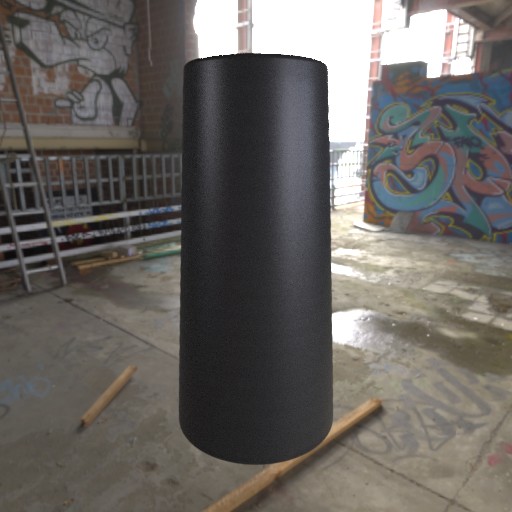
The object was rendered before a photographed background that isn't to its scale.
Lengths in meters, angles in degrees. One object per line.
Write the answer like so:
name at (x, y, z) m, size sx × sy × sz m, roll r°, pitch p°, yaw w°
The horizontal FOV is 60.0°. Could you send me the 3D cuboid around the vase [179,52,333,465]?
vase at (0.000, 0.000, 0.362) m, size 0.136 × 0.289 × 0.136 m, roll -7°, pitch 16°, yaw -26°
